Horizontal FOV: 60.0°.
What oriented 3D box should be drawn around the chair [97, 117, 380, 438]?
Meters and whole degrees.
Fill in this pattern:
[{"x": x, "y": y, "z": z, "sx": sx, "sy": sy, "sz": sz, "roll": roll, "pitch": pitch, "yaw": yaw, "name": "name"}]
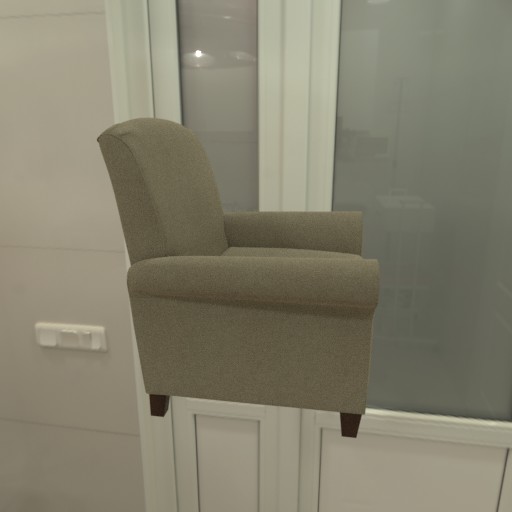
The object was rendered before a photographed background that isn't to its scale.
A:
[{"x": 0.000, "y": 0.000, "z": 1.775, "sx": 0.905, "sy": 1.061, "sz": 0.978, "roll": 3, "pitch": 16, "yaw": 10, "name": "chair"}]
